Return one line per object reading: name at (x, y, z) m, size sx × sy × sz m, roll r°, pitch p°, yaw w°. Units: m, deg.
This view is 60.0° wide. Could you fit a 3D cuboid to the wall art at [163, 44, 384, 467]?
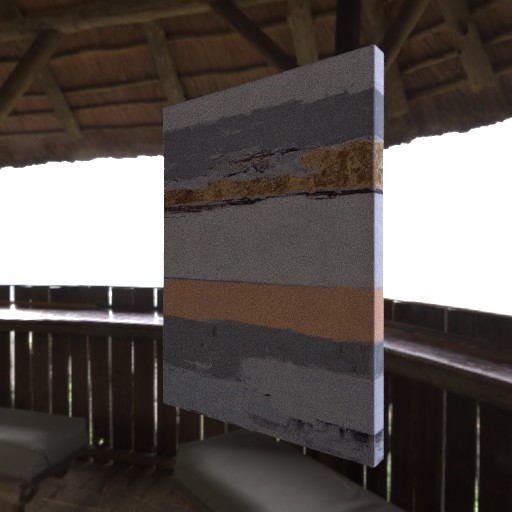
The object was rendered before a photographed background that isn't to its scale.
wall art at (0.000, 0.000, 0.788) m, size 0.456 × 0.609 × 0.038 m, roll 0°, pitch 0°, yaw 38°
